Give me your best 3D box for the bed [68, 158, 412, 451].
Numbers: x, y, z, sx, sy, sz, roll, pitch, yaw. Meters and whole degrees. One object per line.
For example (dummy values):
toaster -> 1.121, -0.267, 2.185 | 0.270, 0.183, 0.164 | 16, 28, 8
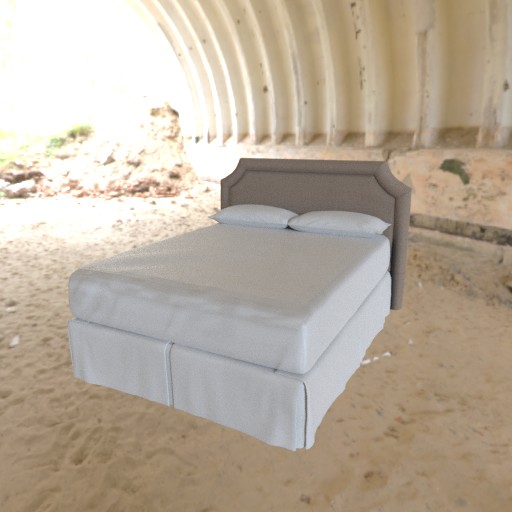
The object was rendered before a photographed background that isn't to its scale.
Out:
bed -> 0.000, 0.000, 3.256 | 1.828, 1.303, 2.164 | 8, 17, 26
